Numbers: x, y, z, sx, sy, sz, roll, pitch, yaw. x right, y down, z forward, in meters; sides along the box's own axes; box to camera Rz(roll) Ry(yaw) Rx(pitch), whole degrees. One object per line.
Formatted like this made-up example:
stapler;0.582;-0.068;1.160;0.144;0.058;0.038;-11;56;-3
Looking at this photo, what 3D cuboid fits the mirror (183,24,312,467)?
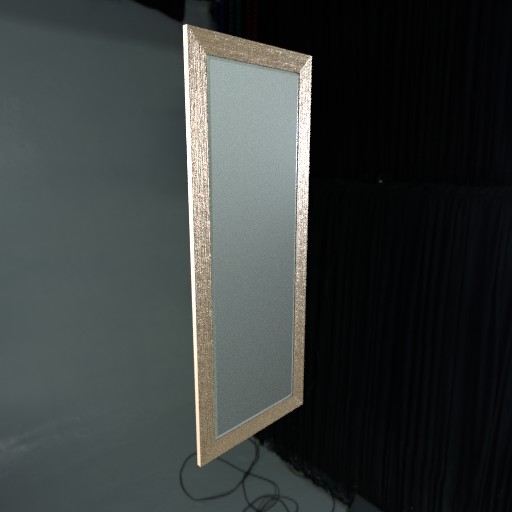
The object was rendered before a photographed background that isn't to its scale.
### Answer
mirror;0.000;0.000;2.285;0.026;2.031;0.812;12;18;43
